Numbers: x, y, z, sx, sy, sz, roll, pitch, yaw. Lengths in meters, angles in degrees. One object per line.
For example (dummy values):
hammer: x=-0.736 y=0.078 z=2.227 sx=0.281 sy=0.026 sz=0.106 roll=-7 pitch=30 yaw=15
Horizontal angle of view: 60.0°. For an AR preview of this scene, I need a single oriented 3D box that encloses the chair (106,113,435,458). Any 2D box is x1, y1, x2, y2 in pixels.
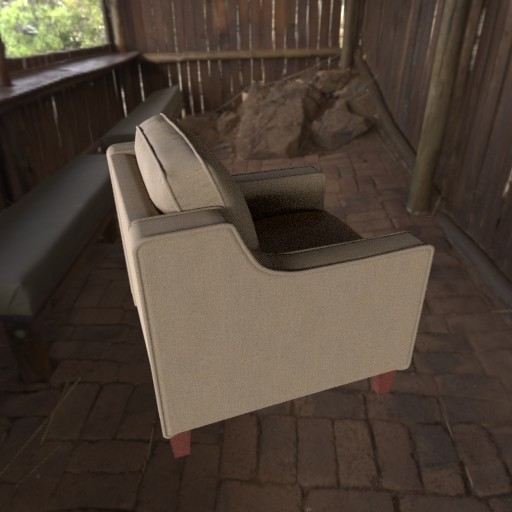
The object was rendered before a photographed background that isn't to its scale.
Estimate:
chair: x=0.000 y=0.000 z=1.643 sx=0.909 sy=0.960 sz=0.831 roll=-10 pitch=31 yaw=-17
